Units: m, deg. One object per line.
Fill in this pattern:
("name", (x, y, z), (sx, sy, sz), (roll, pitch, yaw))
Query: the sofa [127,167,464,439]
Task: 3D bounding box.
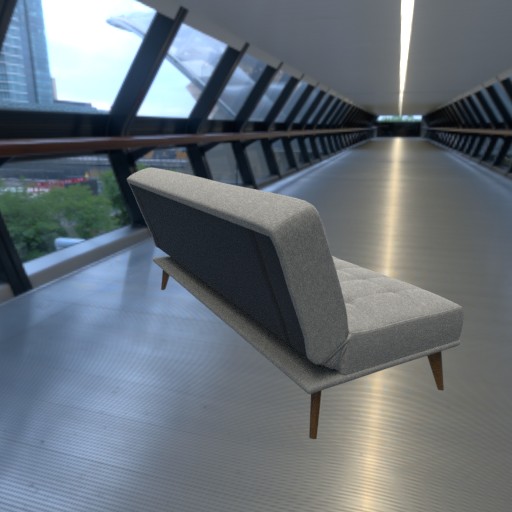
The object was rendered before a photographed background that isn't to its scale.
("sofa", (0.000, 0.000, 2.252), (0.860, 0.810, 1.800), (-8, 17, -27))
